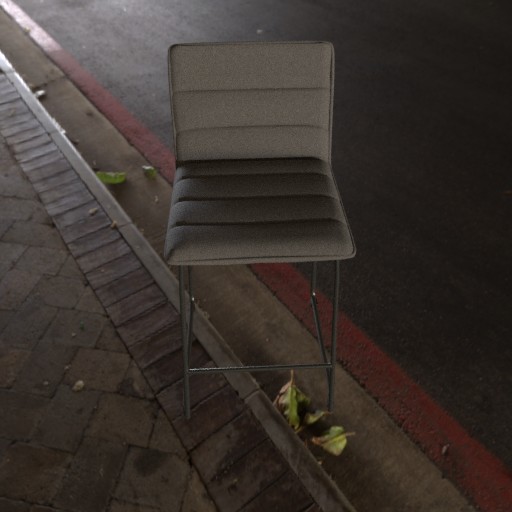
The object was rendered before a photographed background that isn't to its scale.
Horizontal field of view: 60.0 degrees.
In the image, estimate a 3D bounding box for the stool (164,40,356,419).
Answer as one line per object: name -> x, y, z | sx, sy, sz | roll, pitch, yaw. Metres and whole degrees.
stool -> 0.000, 0.000, 1.206 | 0.490, 0.960, 0.490 | -2, 45, -2
